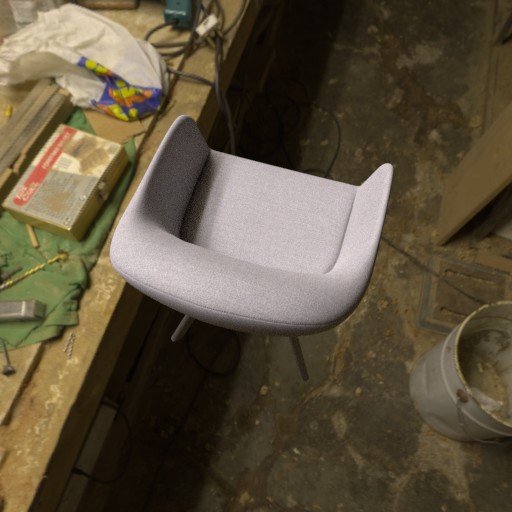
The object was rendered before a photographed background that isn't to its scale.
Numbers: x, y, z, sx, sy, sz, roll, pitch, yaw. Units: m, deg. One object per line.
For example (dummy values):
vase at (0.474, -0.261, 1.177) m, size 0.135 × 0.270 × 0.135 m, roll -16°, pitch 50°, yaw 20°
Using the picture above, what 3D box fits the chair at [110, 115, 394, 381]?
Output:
chair at (0.000, 0.000, 1.149) m, size 0.540 × 0.780 × 0.570 m, roll 15°, pitch 66°, yaw 7°
